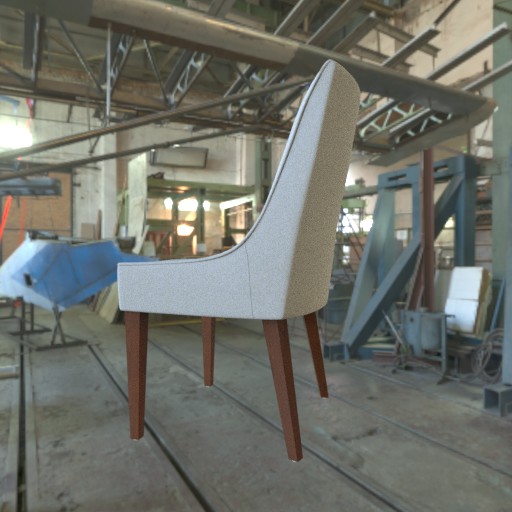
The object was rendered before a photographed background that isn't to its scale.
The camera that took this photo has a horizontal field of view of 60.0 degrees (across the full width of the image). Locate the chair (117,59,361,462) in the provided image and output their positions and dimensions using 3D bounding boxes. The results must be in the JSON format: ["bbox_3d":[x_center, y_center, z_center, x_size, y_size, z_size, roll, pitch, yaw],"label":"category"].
[{"bbox_3d":[0.000,0.000,1.188,0.544,0.861,0.529,0,0,17],"label":"chair"}]
